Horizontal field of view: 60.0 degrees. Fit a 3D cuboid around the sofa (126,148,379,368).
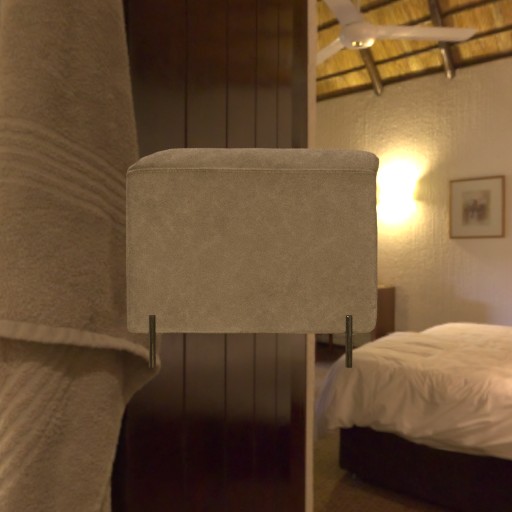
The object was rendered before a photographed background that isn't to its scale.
[{"bbox_3d":[0.000,0.000,2.602,0.899,0.758,2.238,0,0,1],"label":"sofa"}]
